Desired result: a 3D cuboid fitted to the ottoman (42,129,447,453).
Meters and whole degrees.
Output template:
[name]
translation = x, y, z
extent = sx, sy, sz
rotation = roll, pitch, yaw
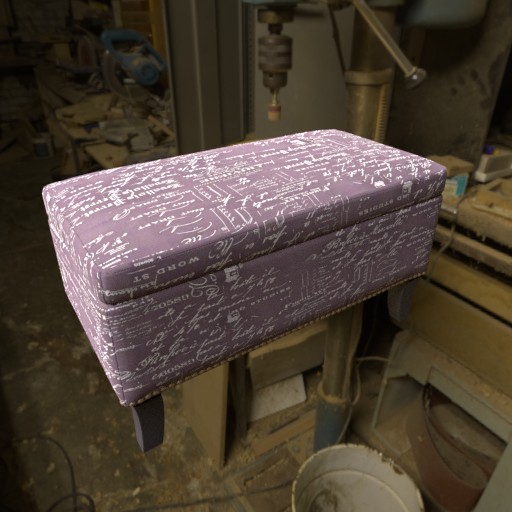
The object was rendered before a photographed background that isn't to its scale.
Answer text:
[ottoman]
translation = 0.000, 0.000, 1.055
extent = 0.813, 0.457, 0.406
rotation = -19, 35, -28
